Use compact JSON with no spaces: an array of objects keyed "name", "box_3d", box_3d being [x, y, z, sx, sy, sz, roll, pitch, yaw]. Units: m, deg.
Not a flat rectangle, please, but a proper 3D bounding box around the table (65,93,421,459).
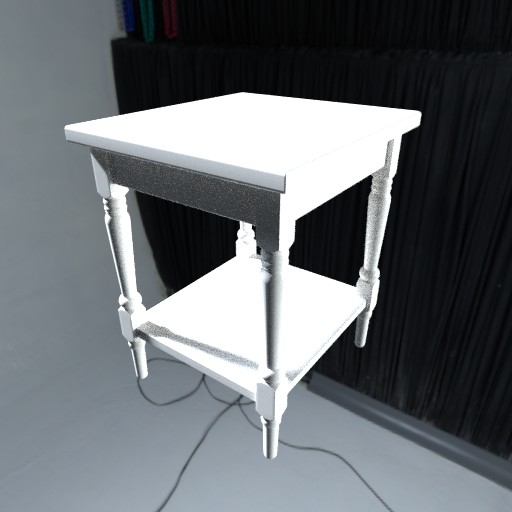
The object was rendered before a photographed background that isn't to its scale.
[{"name":"table","box_3d":[0.000,0.000,0.933,0.442,0.565,0.488,19,33,31]}]
